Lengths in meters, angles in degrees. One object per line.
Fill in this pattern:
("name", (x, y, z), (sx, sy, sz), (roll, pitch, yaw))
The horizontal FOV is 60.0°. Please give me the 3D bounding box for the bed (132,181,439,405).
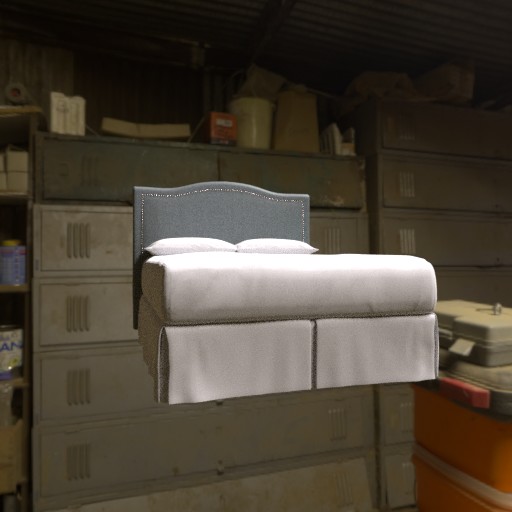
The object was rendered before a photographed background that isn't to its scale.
("bed", (0.000, 0.000, 3.366), (1.753, 1.460, 2.143), (0, 0, -17))
